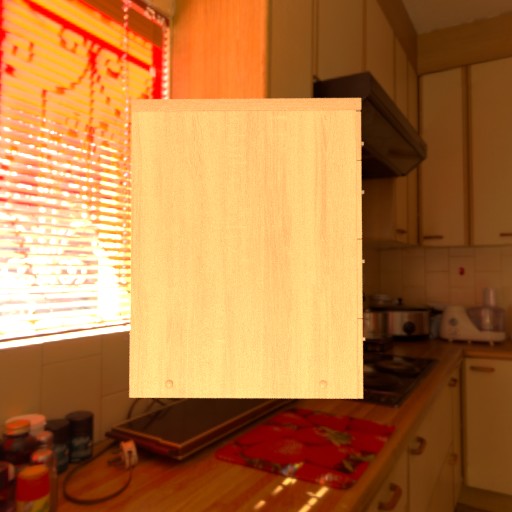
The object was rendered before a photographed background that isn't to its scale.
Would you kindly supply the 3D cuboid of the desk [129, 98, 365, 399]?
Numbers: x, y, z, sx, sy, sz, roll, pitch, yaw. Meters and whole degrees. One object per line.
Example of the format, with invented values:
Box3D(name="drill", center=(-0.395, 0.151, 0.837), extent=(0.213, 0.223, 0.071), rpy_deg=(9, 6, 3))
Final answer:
Box3D(name="desk", center=(0.000, 0.000, 1.784), extent=(0.600, 0.740, 1.390), rpy_deg=(0, -2, 1))
